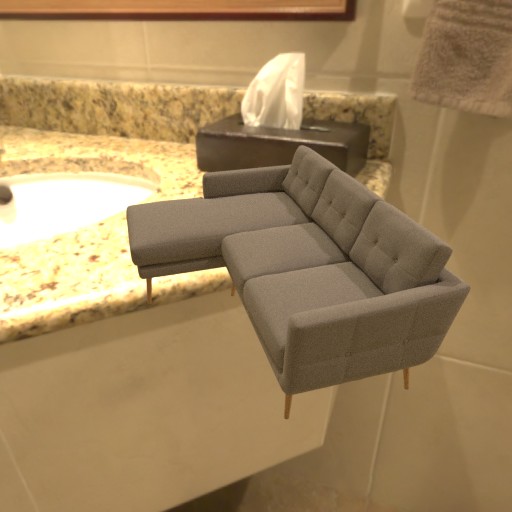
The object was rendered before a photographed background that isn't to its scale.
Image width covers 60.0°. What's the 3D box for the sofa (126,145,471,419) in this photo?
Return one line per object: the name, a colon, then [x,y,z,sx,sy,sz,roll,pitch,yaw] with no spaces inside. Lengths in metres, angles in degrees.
sofa: [0.000,0.000,2.810,1.530,0.860,2.040,-8,31,-14]
